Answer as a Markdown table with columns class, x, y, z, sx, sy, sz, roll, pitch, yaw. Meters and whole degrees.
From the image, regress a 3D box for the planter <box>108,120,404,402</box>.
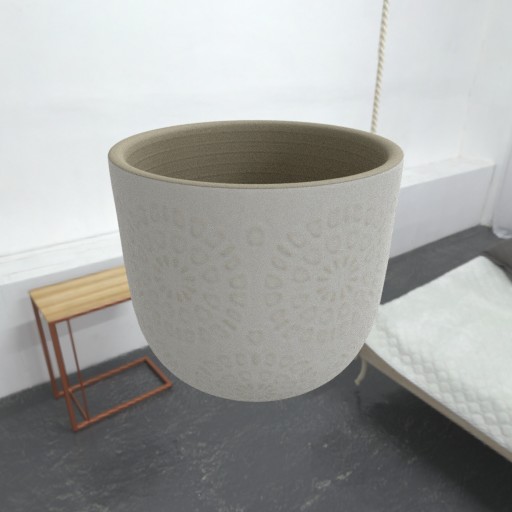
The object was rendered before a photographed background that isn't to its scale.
| class | x | y | z | sx | sy | sz | roll | pitch | yaw |
| --- | --- | --- | --- | --- | --- | --- | --- | --- | --- |
| planter | 0.000 | 0.000 | 0.217 | 0.124 | 0.109 | 0.124 | 0 | 26 | 0 |
